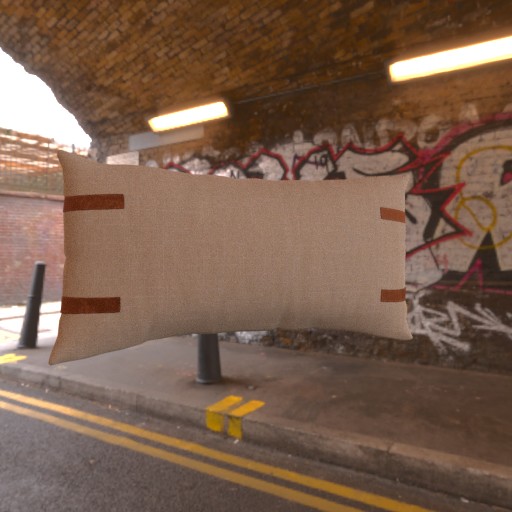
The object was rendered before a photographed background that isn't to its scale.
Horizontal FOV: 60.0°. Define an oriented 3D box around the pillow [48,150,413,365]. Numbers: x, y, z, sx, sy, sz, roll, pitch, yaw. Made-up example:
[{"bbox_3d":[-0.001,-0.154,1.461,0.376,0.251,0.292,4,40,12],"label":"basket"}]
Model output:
[{"bbox_3d":[0.000,0.000,0.720,0.612,0.308,0.148,0,-1,-19],"label":"pillow"}]
